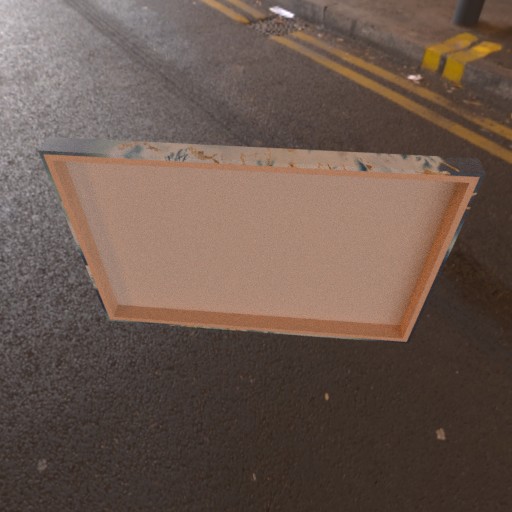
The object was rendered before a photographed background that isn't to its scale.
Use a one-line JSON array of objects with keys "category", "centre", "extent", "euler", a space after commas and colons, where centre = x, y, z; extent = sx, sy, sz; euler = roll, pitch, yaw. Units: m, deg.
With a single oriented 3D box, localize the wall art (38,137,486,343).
[{"category": "wall art", "centre": [0.000, 0.000, 0.758], "extent": [0.607, 0.405, 0.036], "euler": [4, 46, 4]}]
